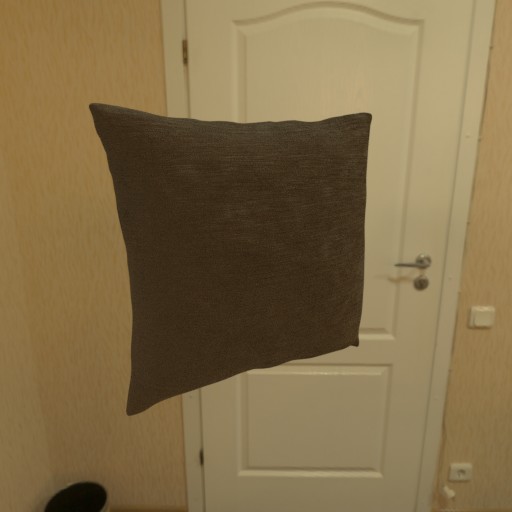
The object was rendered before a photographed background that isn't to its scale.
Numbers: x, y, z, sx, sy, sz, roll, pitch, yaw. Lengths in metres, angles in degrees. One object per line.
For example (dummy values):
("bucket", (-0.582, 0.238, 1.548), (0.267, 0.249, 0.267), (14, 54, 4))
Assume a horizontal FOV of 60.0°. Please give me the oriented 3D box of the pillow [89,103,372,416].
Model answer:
("pillow", (0.000, 0.000, 0.689), (0.452, 0.439, 0.204), (-8, 17, -27))
